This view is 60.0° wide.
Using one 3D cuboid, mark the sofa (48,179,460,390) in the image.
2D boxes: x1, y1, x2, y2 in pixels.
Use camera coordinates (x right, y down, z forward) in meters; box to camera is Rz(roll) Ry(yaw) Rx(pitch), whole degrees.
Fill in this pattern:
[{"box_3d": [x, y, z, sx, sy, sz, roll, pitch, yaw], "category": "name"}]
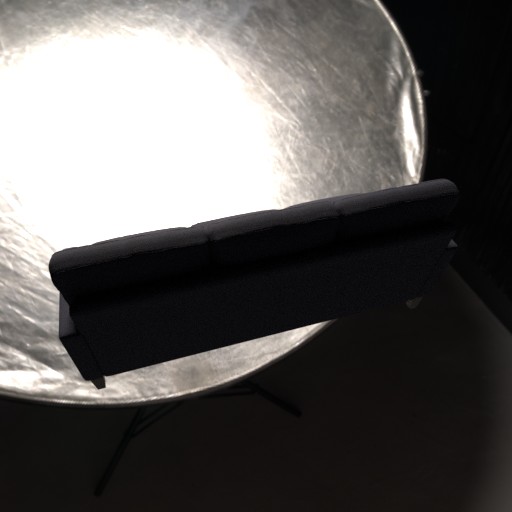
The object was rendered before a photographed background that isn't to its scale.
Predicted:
[{"box_3d": [0.000, 0.000, 2.592, 2.115, 0.984, 0.888, -12, 43, -13], "category": "sofa"}]
